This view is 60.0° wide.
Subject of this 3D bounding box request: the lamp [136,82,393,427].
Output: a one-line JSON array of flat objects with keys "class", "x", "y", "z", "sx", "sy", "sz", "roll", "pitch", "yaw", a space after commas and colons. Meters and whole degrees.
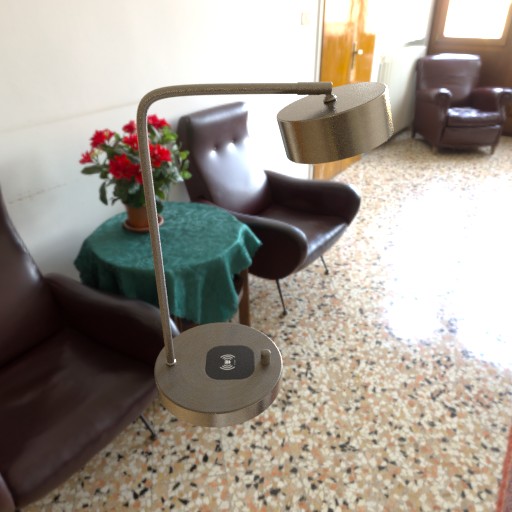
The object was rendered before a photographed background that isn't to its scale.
[{"class": "lamp", "x": 0.000, "y": 0.000, "z": 0.635, "sx": 0.334, "sy": 0.469, "sz": 0.211, "roll": -1, "pitch": 30, "yaw": -1}]
